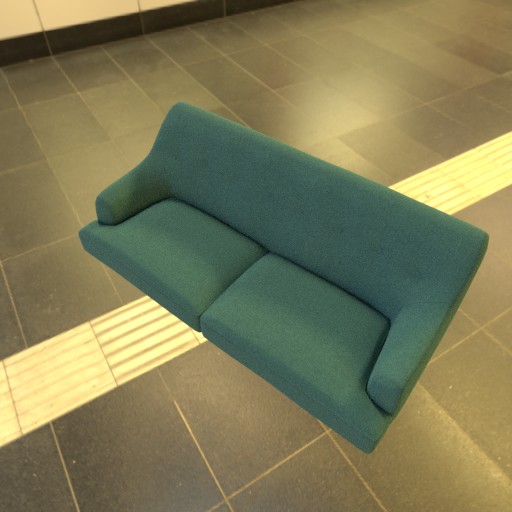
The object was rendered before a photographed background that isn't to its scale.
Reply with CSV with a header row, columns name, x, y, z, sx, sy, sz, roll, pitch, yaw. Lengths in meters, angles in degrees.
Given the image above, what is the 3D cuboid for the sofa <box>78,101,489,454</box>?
name,x,y,z,sx,sy,sz,roll,pitch,yaw
sofa,0.000,0.000,2.476,2.057,0.871,0.978,30,54,25
